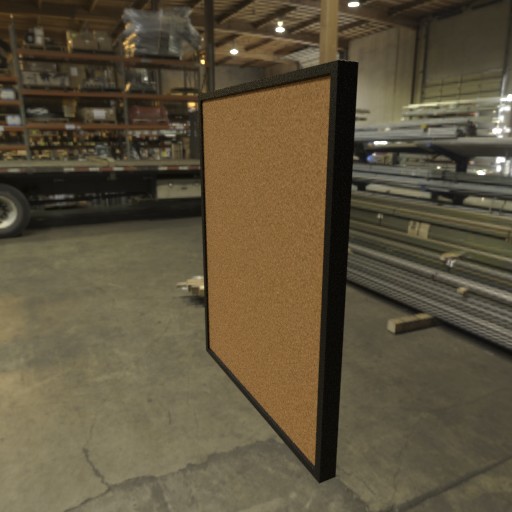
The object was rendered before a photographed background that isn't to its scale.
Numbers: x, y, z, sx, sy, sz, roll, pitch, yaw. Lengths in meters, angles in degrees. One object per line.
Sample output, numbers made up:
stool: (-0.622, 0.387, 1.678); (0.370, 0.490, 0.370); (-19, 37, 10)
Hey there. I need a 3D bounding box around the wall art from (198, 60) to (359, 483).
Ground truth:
wall art: (0.000, 0.000, 0.763); (0.029, 0.559, 0.457); (-7, 17, -26)
